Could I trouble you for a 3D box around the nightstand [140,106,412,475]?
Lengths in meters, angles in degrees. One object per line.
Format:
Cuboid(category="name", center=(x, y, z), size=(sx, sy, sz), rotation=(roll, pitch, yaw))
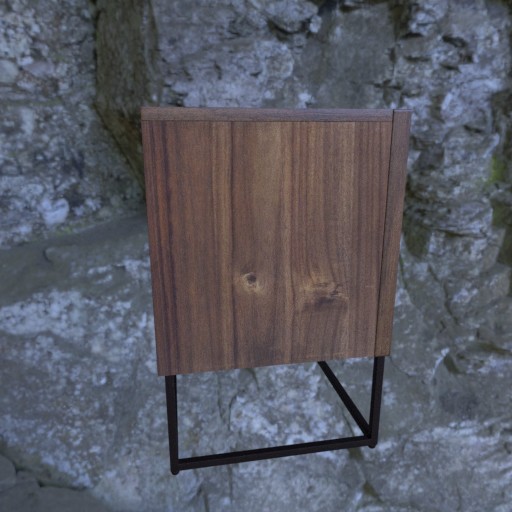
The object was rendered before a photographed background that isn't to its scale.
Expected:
Cuboid(category="nightstand", center=(0.000, 0.000, 1.010), size=(0.437, 0.610, 0.610), rotation=(-3, 16, -10))
